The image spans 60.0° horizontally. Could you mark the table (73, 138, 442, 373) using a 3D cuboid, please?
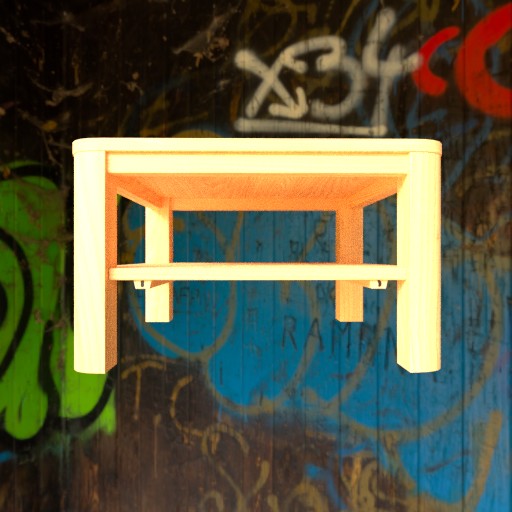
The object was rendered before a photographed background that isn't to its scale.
[{"bbox_3d":[0.000,0.000,1.223,0.750,0.450,0.750,0,0,-1],"label":"table"}]
